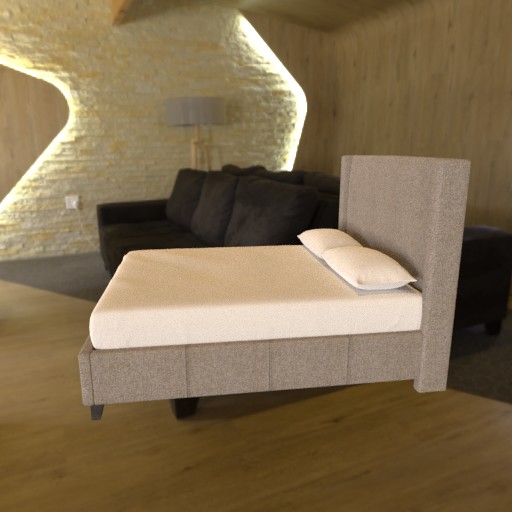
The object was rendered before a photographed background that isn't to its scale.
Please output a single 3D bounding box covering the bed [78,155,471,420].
[{"bbox_3d":[0.000,0.000,3.354,2.245,1.476,1.714,-2,14,-8],"label":"bed"}]
